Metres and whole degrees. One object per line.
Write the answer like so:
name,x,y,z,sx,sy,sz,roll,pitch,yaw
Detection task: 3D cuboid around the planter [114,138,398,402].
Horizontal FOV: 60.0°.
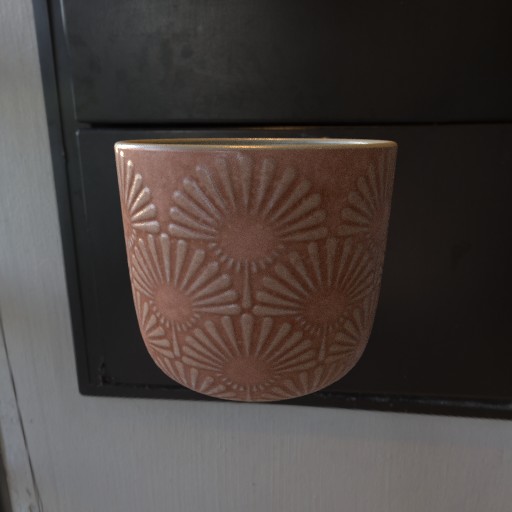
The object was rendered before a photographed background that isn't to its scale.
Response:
planter,0.000,0.000,0.217,0.124,0.109,0.124,0,16,0
